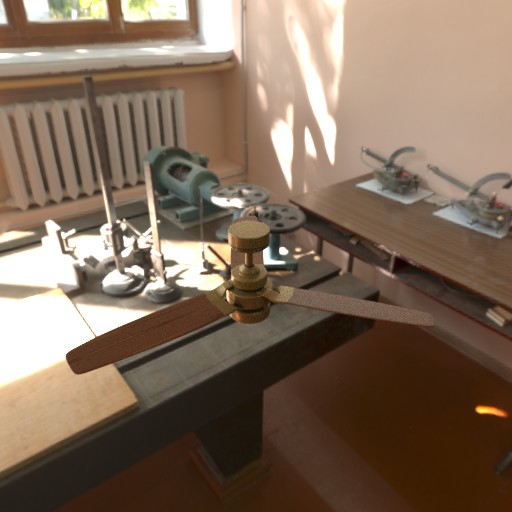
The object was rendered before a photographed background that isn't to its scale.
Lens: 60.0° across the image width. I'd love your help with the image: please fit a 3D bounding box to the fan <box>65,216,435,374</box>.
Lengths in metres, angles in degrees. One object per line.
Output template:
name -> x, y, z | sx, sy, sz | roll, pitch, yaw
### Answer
fan -> 0.000, 0.000, 2.061 | 1.416, 0.425, 1.271 | -1, 29, -2
